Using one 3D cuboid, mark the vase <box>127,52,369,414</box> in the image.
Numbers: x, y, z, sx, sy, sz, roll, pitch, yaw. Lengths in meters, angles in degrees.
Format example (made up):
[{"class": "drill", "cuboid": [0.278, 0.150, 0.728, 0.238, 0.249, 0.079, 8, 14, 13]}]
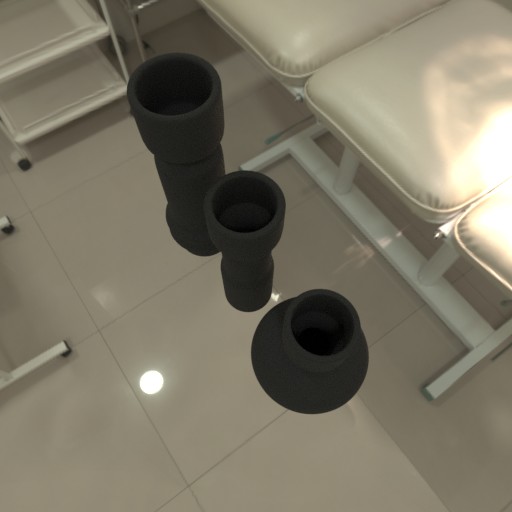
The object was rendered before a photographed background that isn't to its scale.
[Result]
[{"class": "vase", "cuboid": [0.000, 0.000, 0.423, 0.120, 0.249, 0.307, -33, 69, -15]}]
